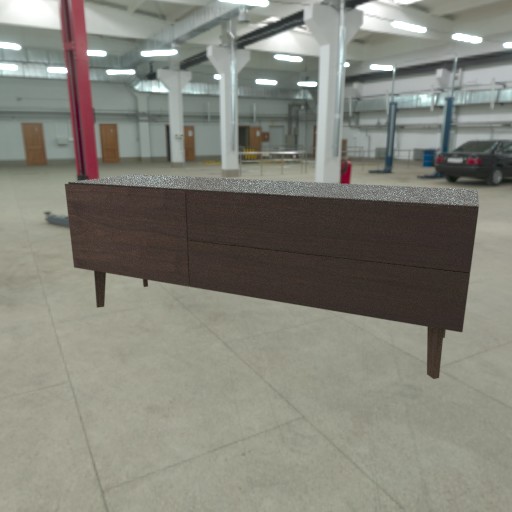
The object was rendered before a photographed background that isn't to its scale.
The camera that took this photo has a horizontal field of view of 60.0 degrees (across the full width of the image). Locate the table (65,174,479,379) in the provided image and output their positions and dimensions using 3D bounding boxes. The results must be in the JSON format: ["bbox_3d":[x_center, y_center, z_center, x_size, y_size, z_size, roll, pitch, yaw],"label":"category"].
[{"bbox_3d":[0.000,0.000,1.614,1.397,0.508,0.405,7,17,24],"label":"table"}]
